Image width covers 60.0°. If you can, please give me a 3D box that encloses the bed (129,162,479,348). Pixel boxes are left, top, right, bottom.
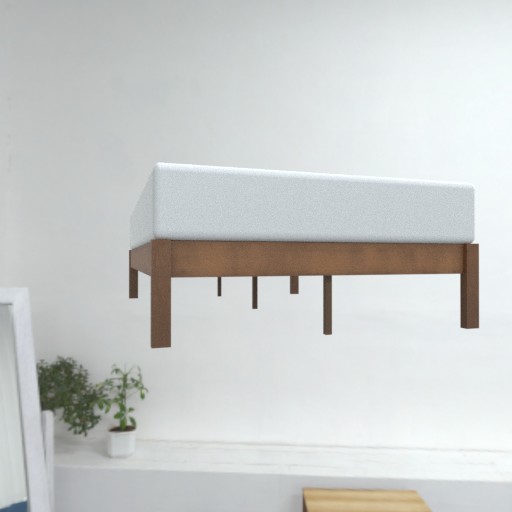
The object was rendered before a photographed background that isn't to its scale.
[{"bbox_3d":[0.000,0.000,2.575,1.348,0.616,1.927,0,0,-18],"label":"bed"}]
